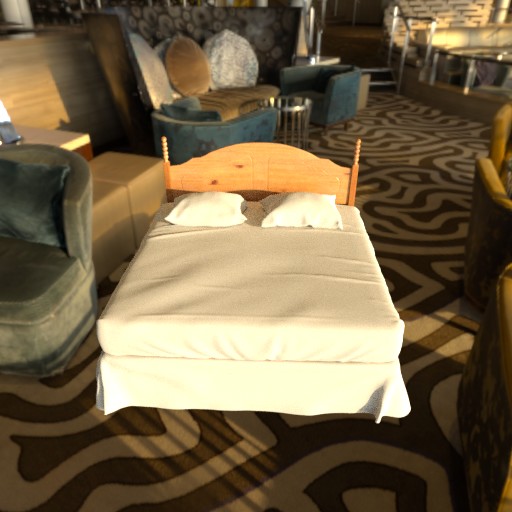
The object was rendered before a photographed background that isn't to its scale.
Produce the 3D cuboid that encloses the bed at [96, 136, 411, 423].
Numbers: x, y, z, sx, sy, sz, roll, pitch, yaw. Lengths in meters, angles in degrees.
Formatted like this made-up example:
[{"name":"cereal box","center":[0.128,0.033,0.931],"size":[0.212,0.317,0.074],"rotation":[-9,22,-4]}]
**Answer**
[{"name":"bed","center":[0.000,0.000,3.651],"size":[2.322,1.355,2.219],"rotation":[1,31,2]}]
